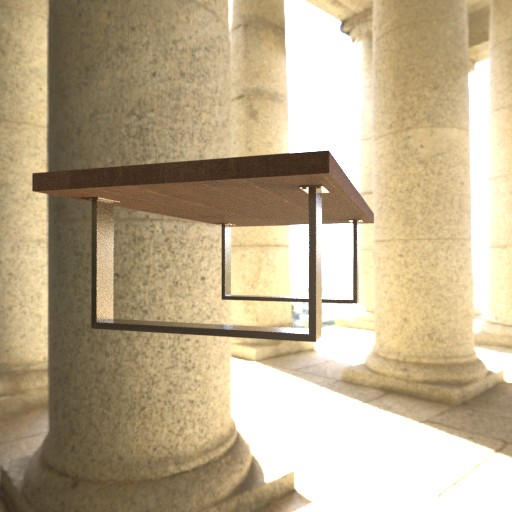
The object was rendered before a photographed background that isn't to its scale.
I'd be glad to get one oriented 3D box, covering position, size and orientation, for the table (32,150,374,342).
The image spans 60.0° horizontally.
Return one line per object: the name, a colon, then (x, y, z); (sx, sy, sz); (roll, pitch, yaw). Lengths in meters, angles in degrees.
table: (0.000, 0.000, 1.727); (0.800, 0.440, 1.400); (0, 0, 19)
